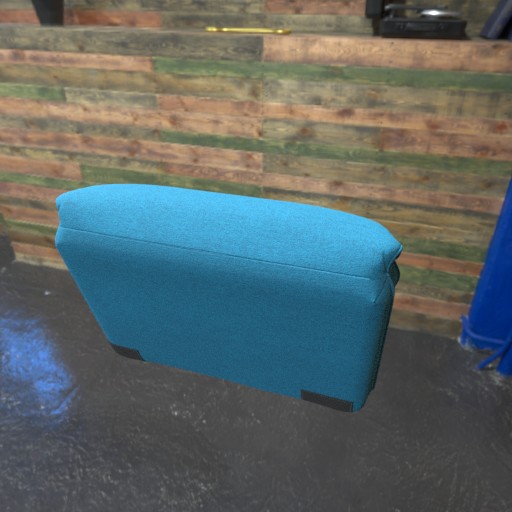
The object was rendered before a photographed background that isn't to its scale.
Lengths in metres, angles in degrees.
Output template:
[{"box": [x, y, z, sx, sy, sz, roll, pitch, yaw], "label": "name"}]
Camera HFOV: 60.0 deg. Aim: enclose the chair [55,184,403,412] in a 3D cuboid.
[{"box": [0.000, 0.000, 1.348, 0.820, 0.580, 0.780, 9, 32, 15], "label": "chair"}]
